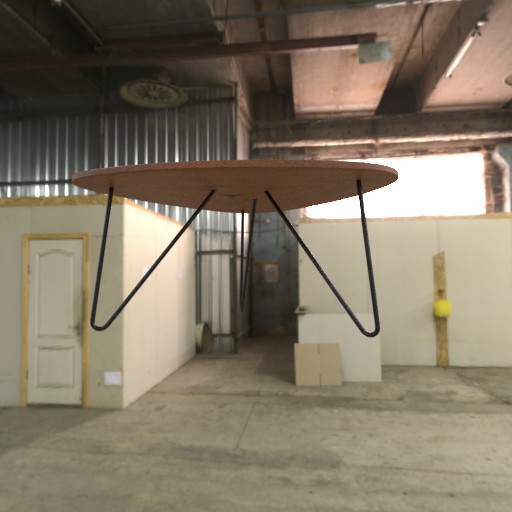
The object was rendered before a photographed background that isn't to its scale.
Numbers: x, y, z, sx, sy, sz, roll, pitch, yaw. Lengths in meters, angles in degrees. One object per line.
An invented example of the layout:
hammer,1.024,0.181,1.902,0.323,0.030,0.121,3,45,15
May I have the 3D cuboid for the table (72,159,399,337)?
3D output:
table,0.000,0.000,1.298,0.821,0.413,0.833,-1,-2,35
